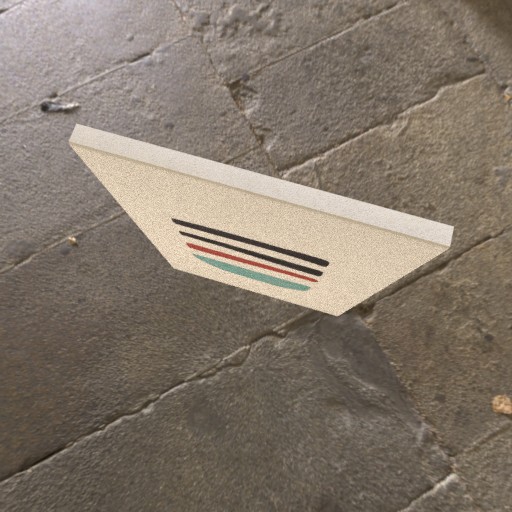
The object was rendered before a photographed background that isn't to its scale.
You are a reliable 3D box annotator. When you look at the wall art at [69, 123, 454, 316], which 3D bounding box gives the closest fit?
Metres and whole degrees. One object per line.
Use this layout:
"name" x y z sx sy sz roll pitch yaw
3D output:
"wall art" 0.000 0.000 1.123 0.607 0.912 0.038 16 77 4
